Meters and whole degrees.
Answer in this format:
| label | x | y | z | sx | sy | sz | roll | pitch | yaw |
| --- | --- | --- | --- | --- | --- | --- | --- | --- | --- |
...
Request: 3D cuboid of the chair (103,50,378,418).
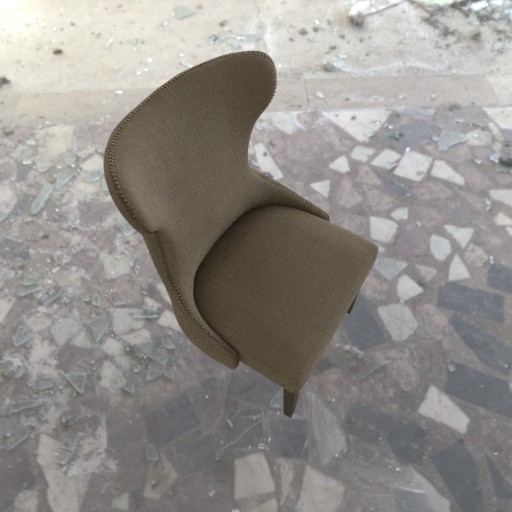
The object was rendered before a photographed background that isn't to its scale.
| label | x | y | z | sx | sy | sz | roll | pitch | yaw |
| --- | --- | --- | --- | --- | --- | --- | --- | --- | --- |
| chair | 0.000 | 0.000 | 1.381 | 0.635 | 0.967 | 0.628 | 28 | 61 | 17 |
